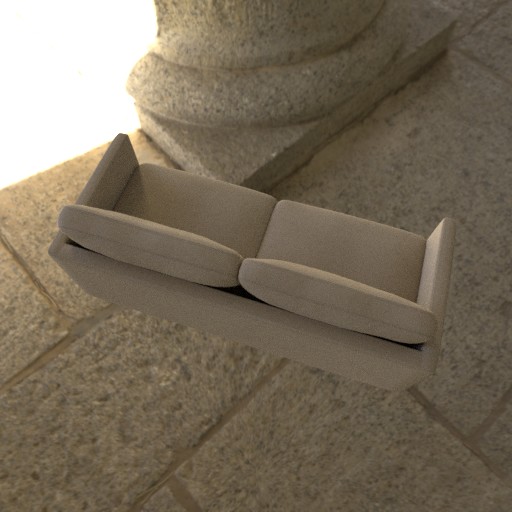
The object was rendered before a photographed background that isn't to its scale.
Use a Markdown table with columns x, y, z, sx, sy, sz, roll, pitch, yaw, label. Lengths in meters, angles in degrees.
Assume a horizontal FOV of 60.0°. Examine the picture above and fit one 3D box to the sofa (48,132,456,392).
| x | y | z | sx | sy | sz | roll | pitch | yaw | label |
| --- | --- | --- | --- | --- | --- | --- | --- | --- | --- |
| 0.000 | 0.000 | 2.735 | 2.181 | 0.932 | 0.948 | 16 | 65 | 8 | sofa |
